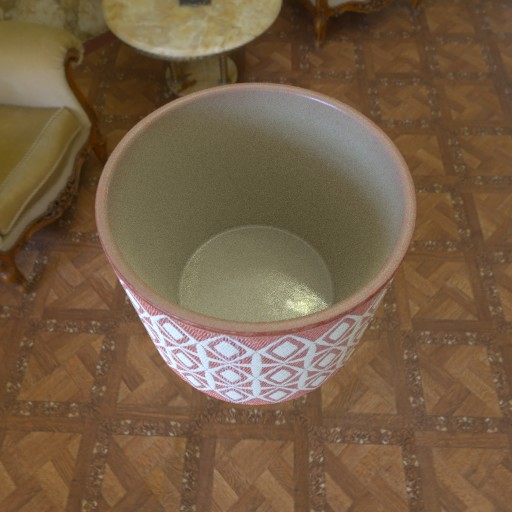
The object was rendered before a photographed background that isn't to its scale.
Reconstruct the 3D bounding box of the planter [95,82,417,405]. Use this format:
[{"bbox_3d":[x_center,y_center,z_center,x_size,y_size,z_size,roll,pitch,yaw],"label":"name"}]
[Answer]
[{"bbox_3d":[0.000,0.000,0.481,0.273,0.237,0.273,0,58,0],"label":"planter"}]
